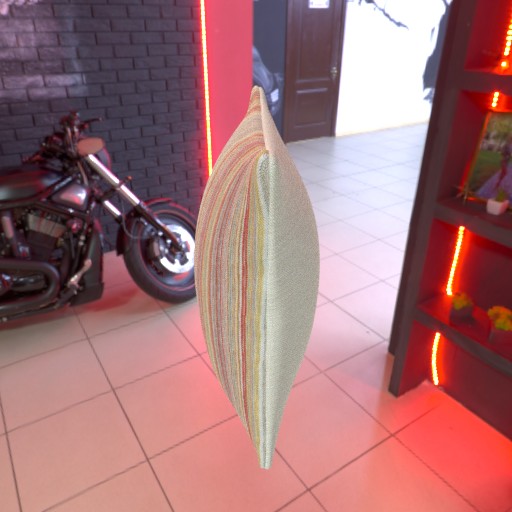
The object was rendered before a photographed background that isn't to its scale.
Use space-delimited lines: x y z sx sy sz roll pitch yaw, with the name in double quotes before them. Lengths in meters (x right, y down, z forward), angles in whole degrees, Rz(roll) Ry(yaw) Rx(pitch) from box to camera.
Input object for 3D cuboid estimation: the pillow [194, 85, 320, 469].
"pillow" 0.000 0.000 0.693 0.191 0.449 0.451 0 28 -1
